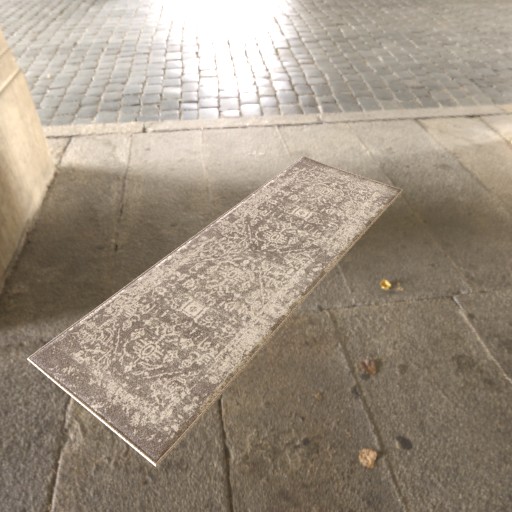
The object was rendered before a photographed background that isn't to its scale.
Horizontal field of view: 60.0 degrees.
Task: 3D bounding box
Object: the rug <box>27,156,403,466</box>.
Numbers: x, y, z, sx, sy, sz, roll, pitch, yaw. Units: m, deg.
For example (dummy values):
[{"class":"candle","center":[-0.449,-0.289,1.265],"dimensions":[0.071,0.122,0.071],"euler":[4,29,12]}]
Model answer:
[{"class":"rug","center":[0.000,0.000,2.625],"dimensions":[0.855,0.017,2.452],"euler":[25,46,27]}]
